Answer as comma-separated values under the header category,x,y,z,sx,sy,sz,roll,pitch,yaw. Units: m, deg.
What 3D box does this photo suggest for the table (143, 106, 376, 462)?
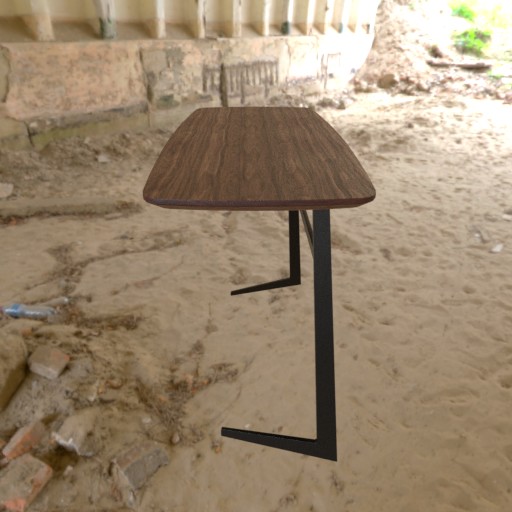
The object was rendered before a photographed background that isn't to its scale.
category,x,y,z,sx,sy,sz,roll,pitch,yaw
table,0.000,0.000,1.077,0.361,0.576,0.804,0,27,-1
